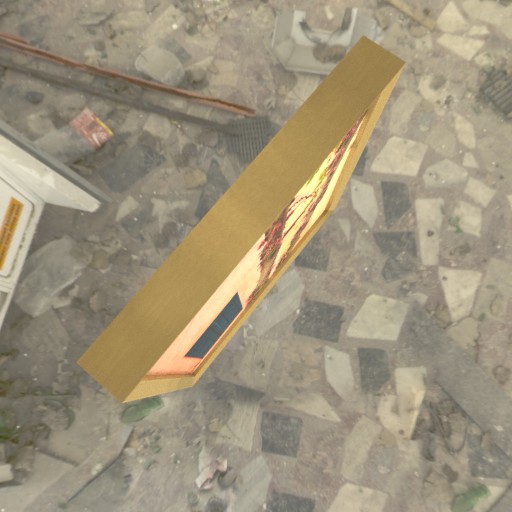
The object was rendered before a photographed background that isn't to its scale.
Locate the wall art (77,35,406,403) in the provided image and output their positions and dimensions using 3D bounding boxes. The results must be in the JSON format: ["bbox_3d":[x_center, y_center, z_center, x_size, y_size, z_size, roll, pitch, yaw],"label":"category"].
[{"bbox_3d":[0.000,0.000,0.445,0.038,0.305,0.304,38,78,9],"label":"wall art"}]
